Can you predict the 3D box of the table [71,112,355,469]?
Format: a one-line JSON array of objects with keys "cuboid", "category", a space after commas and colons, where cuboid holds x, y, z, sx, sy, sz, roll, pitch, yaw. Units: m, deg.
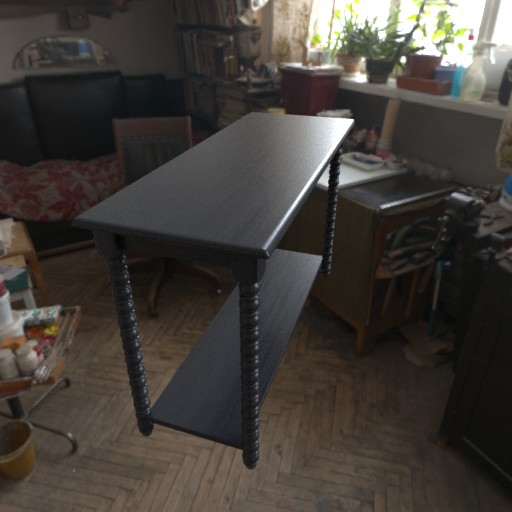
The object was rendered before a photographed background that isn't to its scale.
[{"cuboid": [0.000, 0.000, 1.569, 0.459, 0.735, 1.184, 10, 31, 16], "category": "table"}]
